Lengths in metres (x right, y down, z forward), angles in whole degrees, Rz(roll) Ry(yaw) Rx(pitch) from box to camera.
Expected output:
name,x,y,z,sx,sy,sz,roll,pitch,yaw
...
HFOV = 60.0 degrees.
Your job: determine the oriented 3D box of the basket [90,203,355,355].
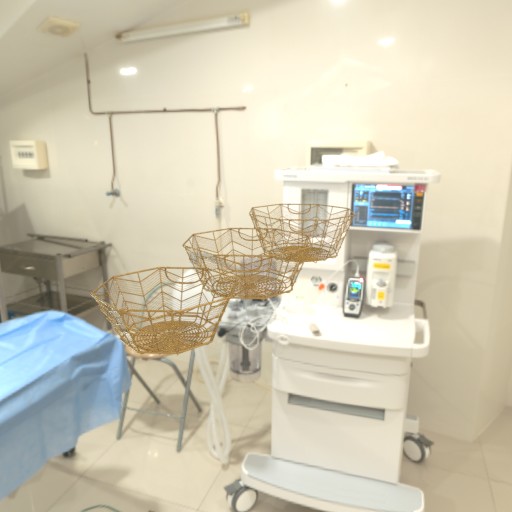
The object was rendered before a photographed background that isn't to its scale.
name,x,y,z,sx,sy,sz,roll,pitch,yaw
basket,0.000,0.000,1.414,0.432,0.178,1.245,7,16,25
